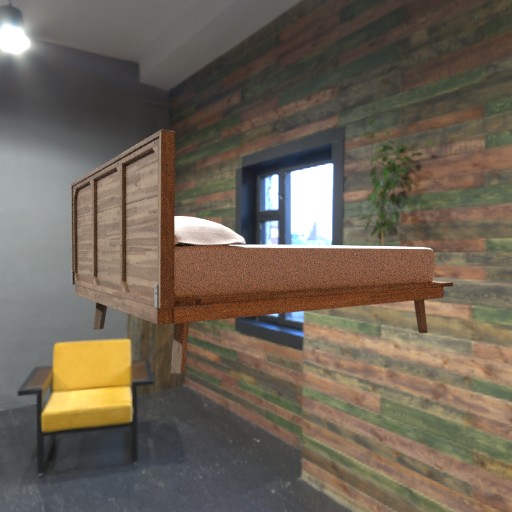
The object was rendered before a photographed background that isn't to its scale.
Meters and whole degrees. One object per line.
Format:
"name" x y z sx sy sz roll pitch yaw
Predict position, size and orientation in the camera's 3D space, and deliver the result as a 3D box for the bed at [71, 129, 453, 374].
"bed" 0.000 0.000 3.163 2.145 1.071 1.759 0 1 -34
